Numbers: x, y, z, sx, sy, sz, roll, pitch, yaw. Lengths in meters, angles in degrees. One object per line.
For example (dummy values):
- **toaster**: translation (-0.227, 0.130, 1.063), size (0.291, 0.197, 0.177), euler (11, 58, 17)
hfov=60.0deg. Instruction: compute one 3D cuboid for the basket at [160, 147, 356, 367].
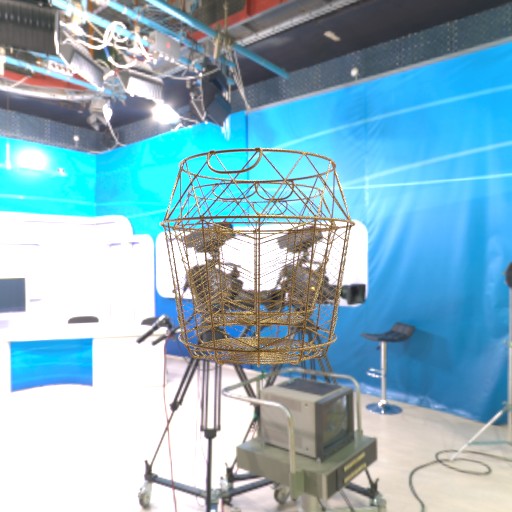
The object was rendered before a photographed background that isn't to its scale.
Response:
- **basket**: translation (0.000, 0.000, 1.024), size (0.451, 0.343, 0.805), euler (0, 0, -1)
